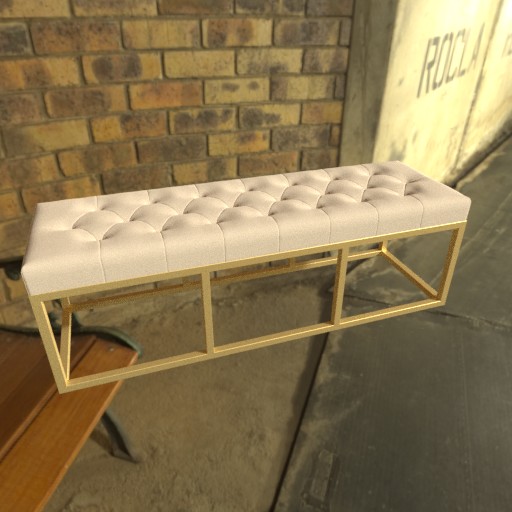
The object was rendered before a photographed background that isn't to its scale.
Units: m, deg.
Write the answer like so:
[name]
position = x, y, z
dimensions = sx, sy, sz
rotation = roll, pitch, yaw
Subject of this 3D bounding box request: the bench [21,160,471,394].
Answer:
[bench]
position = 0.000, 0.000, 1.668
dimensions = 1.473, 0.484, 0.457
rotation = -10, 32, -16
